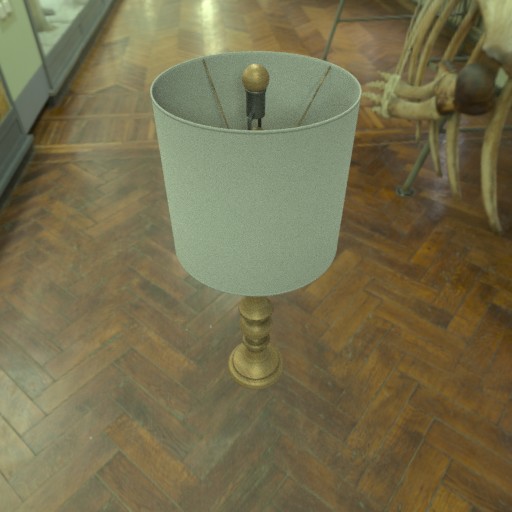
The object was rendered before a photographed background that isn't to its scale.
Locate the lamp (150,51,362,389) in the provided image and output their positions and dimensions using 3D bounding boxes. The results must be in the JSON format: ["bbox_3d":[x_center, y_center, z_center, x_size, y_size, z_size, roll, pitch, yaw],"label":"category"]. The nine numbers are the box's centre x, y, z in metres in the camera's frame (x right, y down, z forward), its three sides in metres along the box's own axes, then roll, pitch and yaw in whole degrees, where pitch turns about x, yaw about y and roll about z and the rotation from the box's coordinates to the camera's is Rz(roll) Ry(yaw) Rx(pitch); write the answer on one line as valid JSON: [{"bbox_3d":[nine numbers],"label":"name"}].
[{"bbox_3d":[0.000,0.000,0.716,0.250,0.597,0.250,-26,48,-26],"label":"lamp"}]
